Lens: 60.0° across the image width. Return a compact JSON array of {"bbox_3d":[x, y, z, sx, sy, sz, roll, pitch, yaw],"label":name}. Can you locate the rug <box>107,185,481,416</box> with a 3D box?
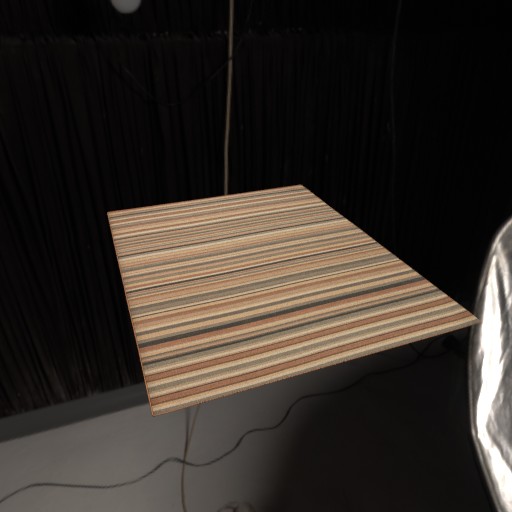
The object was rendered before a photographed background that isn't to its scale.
[{"bbox_3d":[0.000,0.000,4.147,2.436,0.011,3.045,-11,32,-18],"label":"rug"}]
